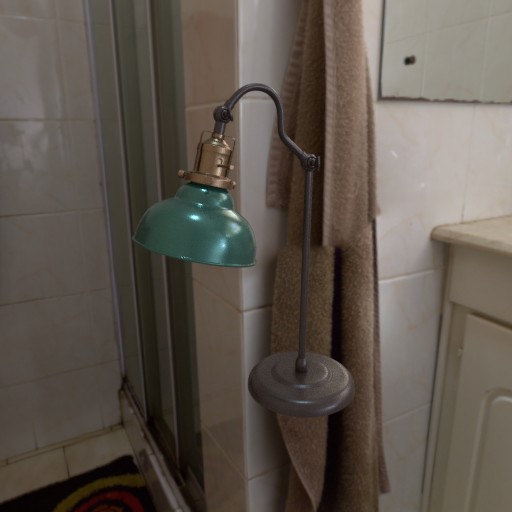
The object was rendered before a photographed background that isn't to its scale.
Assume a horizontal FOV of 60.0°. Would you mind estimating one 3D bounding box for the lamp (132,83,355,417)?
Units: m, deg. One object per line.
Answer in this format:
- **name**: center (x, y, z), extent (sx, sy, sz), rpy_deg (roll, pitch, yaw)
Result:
- **lamp**: center (0.000, 0.000, 0.695), extent (0.374, 0.508, 0.192), rpy_deg (-8, 17, -26)
